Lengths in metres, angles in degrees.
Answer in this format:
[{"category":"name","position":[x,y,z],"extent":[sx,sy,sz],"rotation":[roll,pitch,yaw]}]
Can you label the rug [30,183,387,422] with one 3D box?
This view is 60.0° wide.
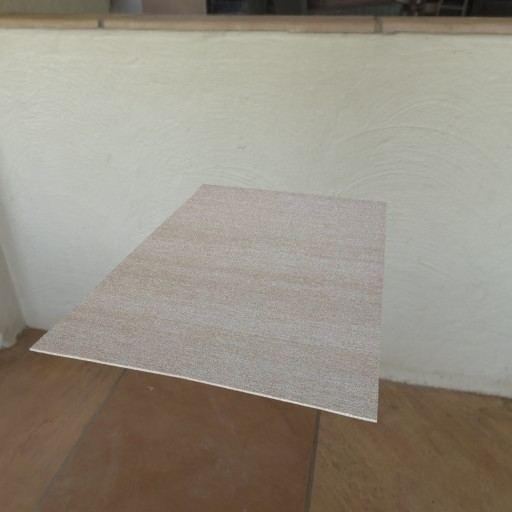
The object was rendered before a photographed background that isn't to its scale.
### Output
[{"category":"rug","position":[0.000,0.000,3.617],"extent":[2.032,0.038,2.869],"rotation":[8,31,13]}]
